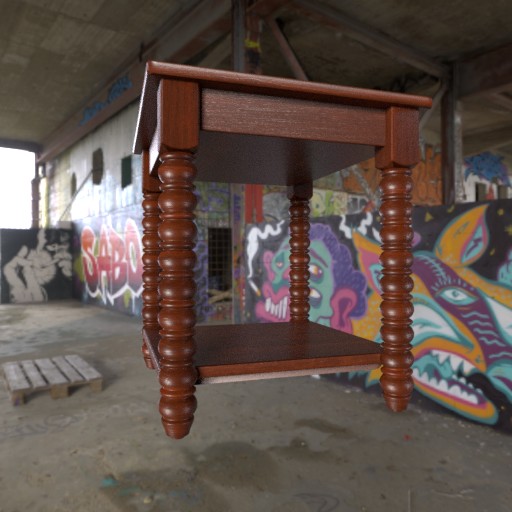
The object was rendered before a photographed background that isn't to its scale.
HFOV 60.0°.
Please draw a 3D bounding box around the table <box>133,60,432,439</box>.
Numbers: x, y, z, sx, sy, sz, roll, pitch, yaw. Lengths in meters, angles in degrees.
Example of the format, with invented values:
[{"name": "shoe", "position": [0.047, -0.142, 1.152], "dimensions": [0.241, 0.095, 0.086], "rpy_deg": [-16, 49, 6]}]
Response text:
[{"name": "table", "position": [0.000, 0.000, 0.967], "dimensions": [0.500, 0.567, 0.533], "rpy_deg": [0, 0, -18]}]
